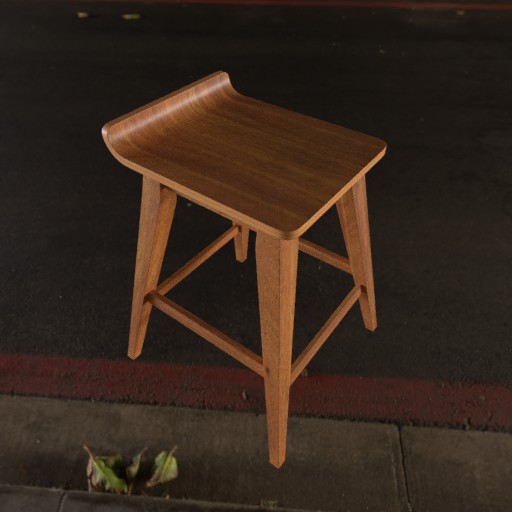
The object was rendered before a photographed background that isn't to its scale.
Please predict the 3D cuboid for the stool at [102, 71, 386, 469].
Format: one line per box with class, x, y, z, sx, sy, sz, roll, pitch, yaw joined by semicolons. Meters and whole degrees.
stool;0.000;0.000;1.025;0.500;0.650;0.500;27;49;26
